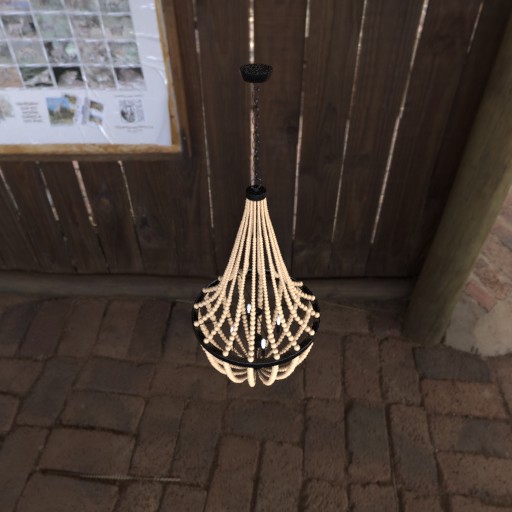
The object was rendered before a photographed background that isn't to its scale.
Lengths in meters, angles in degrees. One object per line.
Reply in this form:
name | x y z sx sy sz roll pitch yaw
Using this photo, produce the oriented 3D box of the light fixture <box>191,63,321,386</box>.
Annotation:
light fixture | 0.000 0.000 1.392 0.450 1.133 0.450 0 40 0
